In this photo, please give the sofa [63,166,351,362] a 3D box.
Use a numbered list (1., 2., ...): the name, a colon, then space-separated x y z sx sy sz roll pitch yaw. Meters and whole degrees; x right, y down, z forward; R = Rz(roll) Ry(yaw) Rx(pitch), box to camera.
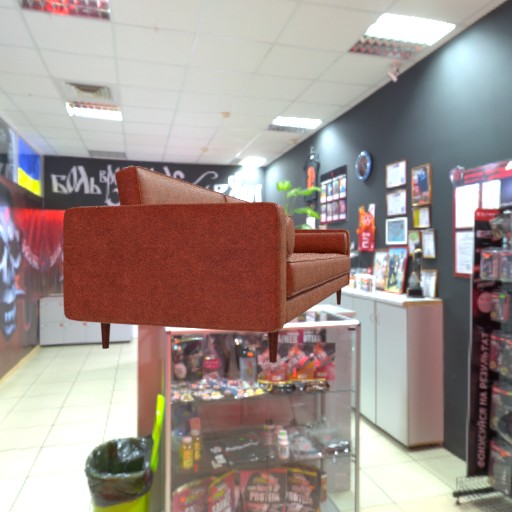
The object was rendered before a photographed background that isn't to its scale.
1. sofa: 0.000 0.000 2.652 0.919 0.770 2.200 0 1 18
